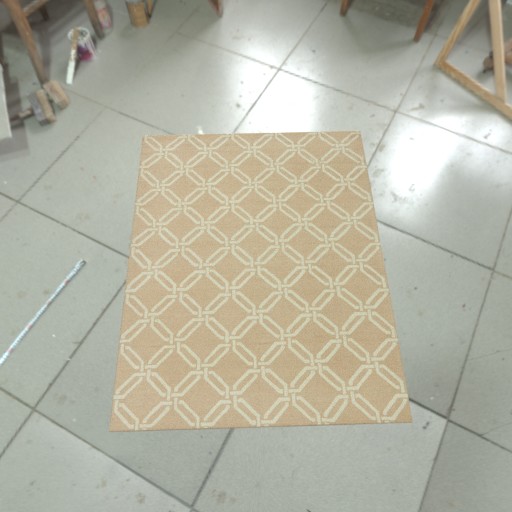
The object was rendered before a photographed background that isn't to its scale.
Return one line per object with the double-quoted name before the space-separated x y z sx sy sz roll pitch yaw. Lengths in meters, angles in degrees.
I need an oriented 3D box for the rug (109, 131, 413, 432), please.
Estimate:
"rug" 0.000 0.000 3.992 2.288 0.018 2.895 -1 63 -1
